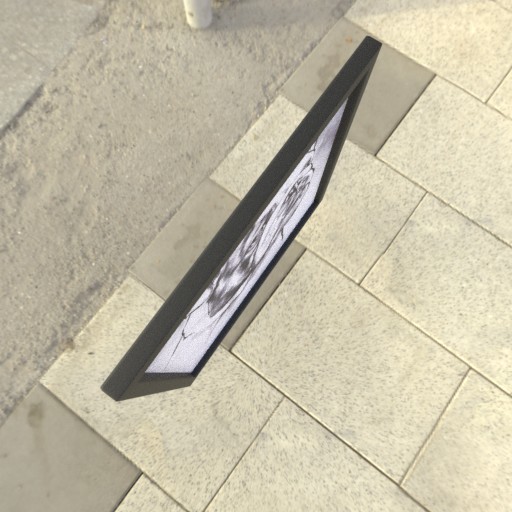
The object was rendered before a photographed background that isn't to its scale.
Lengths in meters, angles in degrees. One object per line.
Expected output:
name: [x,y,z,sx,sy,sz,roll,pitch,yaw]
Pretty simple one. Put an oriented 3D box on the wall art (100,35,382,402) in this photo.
wall art: [0.000,0.000,0.657,0.022,0.453,0.456,34,78,8]
